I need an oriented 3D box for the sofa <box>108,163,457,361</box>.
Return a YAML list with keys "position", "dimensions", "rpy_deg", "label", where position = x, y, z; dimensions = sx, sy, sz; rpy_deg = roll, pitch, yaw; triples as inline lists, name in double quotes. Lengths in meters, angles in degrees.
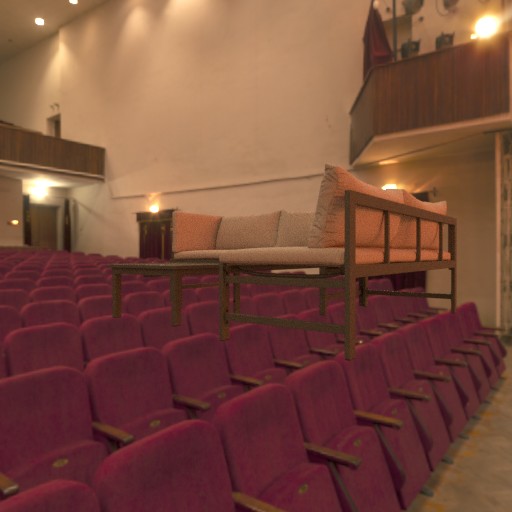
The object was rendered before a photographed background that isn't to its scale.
- position: [0.000, 0.000, 2.915]
  dimensions: [2.096, 0.758, 1.658]
  rpy_deg: [0, 0, 37]
  label: "sofa"
